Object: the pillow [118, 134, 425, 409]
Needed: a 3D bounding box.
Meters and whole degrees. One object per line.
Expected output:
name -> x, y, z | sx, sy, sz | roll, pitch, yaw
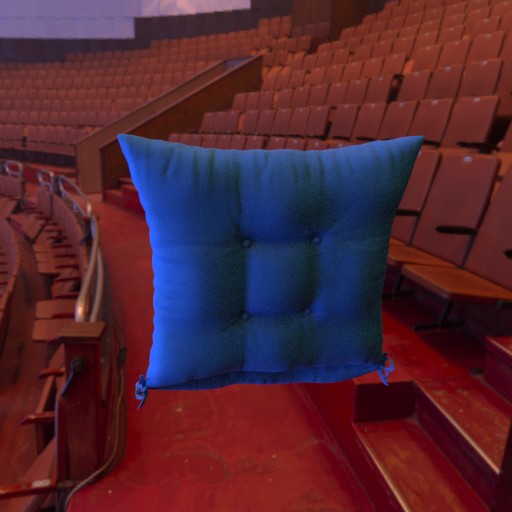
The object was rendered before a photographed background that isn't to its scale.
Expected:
pillow -> 0.000, 0.000, 1.010 | 0.541, 0.536, 0.585 | -3, 16, -9
